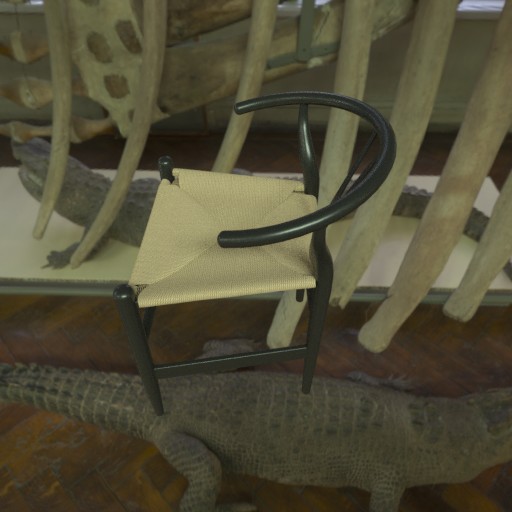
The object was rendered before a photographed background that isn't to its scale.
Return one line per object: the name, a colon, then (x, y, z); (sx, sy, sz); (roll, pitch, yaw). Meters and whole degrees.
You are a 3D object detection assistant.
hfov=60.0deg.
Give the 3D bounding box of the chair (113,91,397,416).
chair: (0.000, 0.000, 1.166); (0.570, 0.739, 0.570); (1, 43, 1)
